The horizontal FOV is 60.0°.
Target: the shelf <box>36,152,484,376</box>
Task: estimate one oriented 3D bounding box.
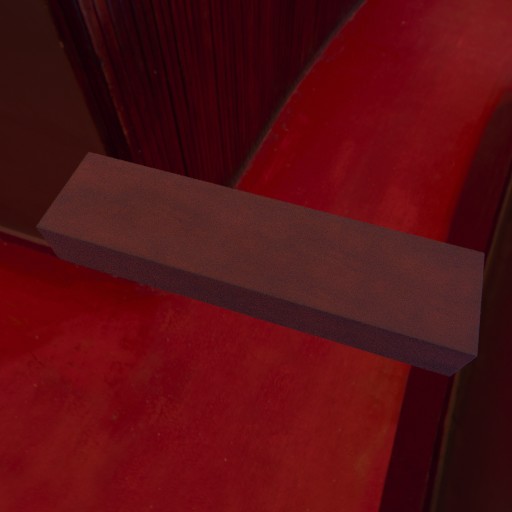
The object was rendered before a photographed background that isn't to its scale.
[{"bbox_3d":[0.000,0.000,0.654,0.607,0.088,0.152,16,60,9],"label":"shelf"}]
